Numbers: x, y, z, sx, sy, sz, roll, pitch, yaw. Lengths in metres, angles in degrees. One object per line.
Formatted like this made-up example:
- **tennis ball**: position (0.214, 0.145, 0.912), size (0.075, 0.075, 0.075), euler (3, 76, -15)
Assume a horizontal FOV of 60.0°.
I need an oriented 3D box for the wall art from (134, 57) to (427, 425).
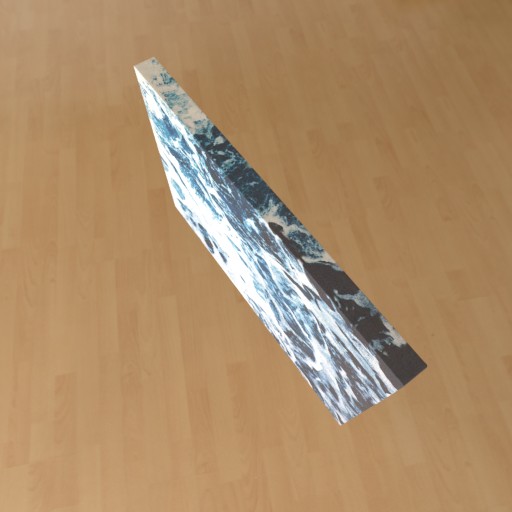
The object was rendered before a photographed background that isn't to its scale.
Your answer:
- **wall art**: position (0.000, 0.000, 0.778), size (0.043, 0.407, 0.609), euler (-33, 68, -15)
